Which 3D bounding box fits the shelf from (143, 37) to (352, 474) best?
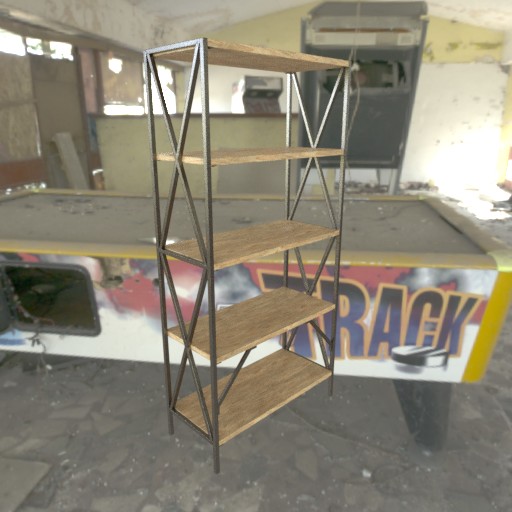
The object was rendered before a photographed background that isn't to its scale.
[{"bbox_3d":[0.000,0.000,2.176,0.874,1.803,0.386,-16,23,-42],"label":"shelf"}]
